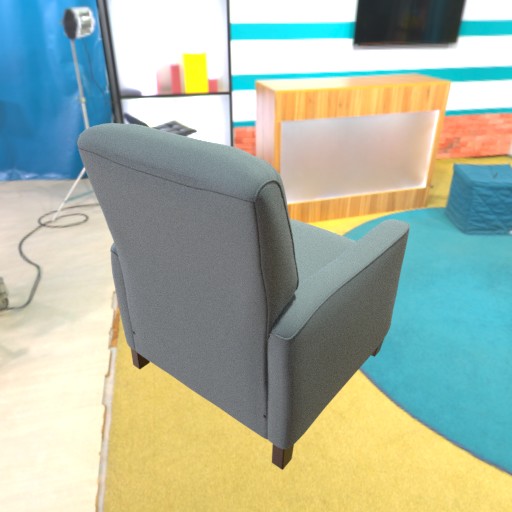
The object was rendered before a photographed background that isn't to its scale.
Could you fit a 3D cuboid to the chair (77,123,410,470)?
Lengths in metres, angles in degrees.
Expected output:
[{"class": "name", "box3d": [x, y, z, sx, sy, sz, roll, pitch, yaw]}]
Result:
[{"class": "chair", "box3d": [0.000, 0.000, 1.599, 0.853, 1.007, 0.846, 22, 36, 33]}]
